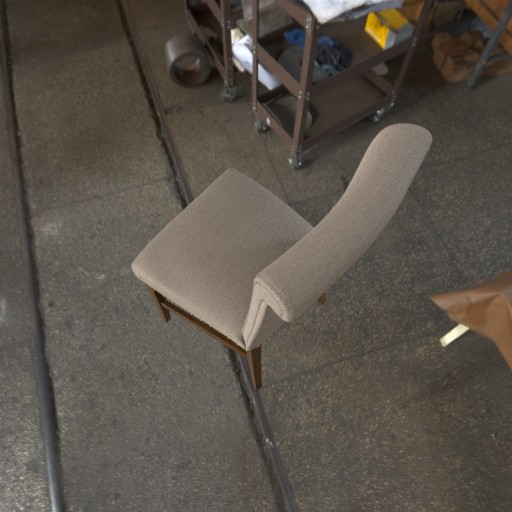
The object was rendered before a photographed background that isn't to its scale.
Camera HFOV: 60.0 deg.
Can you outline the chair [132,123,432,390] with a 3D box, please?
[{"bbox_3d":[0.000,0.000,1.330,0.608,0.988,0.513,34,67,17],"label":"chair"}]
